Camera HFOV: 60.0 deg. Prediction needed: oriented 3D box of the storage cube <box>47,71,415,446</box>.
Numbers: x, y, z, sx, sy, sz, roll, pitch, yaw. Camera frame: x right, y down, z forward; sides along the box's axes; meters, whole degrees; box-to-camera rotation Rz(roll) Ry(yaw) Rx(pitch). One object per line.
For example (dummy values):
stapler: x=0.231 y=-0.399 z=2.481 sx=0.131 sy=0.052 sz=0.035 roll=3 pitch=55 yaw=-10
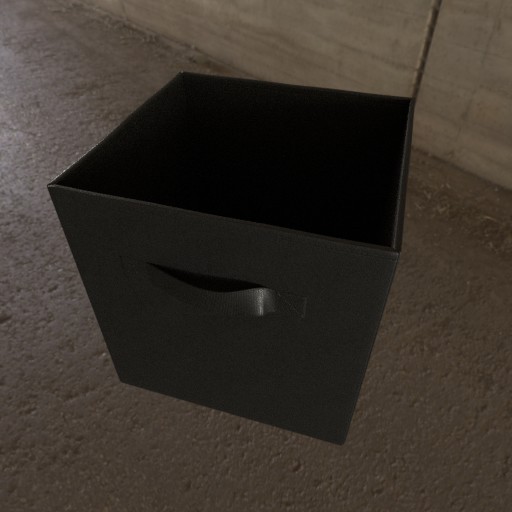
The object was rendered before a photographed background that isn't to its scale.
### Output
storage cube: x=0.000 y=0.000 z=0.486 sx=0.270 sy=0.280 sz=0.270 roll=12 pitch=44 yaw=12
